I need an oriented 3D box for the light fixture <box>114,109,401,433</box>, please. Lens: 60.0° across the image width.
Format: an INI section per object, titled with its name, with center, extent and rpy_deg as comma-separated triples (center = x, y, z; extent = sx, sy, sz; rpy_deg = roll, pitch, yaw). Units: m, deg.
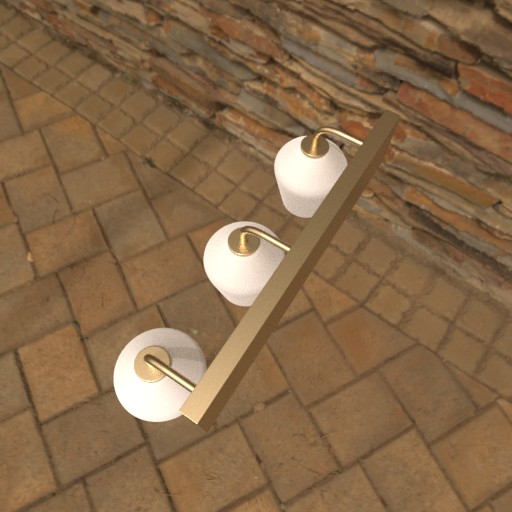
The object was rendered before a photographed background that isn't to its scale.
[light fixture]
center = 0.000, 0.000, 0.733
extent = 0.190, 0.280, 0.609
rpy_deg = 30, 67, 14
